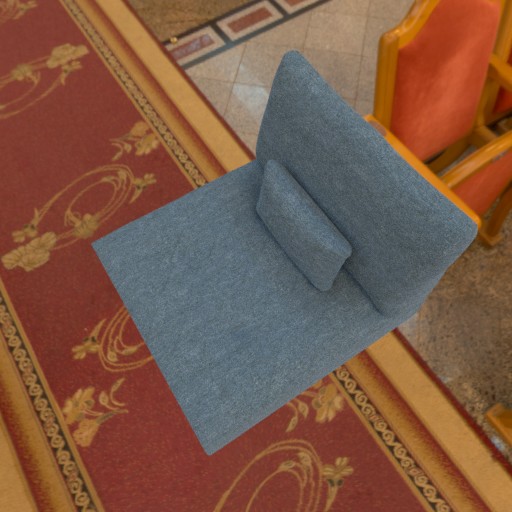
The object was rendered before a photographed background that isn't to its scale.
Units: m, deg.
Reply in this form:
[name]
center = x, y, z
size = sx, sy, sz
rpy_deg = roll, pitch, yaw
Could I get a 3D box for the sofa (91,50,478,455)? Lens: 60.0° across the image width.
[sofa]
center = 0.000, 0.000, 1.641
size = 1.000, 0.820, 0.930
rpy_deg = -30, 66, -15
